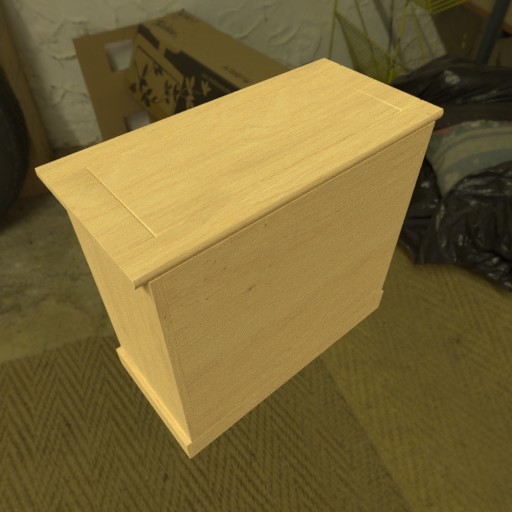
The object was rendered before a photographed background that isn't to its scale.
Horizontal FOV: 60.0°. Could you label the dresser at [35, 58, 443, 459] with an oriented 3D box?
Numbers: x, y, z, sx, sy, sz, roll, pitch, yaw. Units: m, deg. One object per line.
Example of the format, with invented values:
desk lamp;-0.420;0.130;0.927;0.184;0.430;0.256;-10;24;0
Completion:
dresser;0.000;0.000;1.367;0.915;0.835;0.440;-31;54;-27
